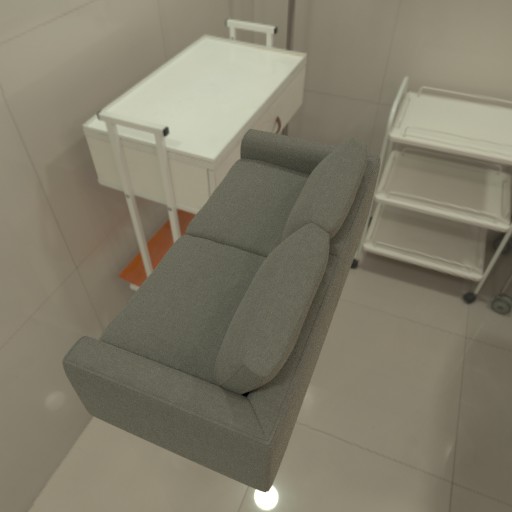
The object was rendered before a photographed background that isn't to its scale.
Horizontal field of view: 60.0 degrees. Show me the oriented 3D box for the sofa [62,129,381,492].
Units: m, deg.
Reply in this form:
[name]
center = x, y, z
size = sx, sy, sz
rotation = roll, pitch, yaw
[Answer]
[sofa]
center = 0.000, 0.000, 2.705
size = 1.070, 0.801, 2.262
rotation = 16, 48, 15
